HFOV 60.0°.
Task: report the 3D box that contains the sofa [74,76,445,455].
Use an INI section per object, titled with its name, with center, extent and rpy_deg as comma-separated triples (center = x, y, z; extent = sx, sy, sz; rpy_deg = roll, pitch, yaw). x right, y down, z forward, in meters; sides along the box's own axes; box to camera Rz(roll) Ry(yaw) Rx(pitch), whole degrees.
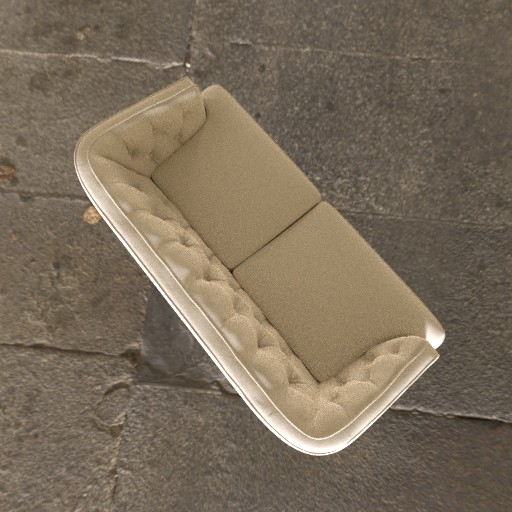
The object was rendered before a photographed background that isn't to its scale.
[sofa]
center = 0.000, 0.000, 2.195
extent = 0.941, 0.855, 1.733
rpy_deg = -38, 78, -9
